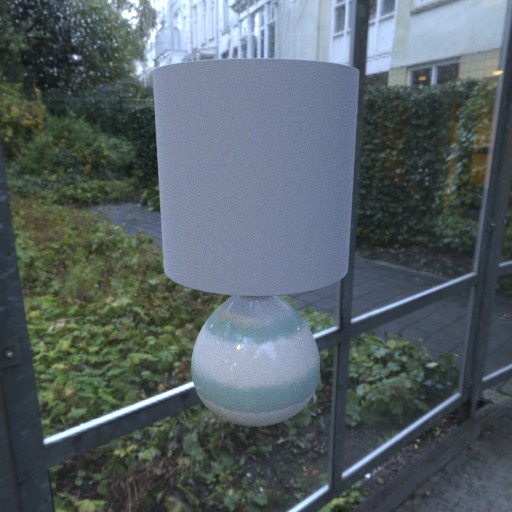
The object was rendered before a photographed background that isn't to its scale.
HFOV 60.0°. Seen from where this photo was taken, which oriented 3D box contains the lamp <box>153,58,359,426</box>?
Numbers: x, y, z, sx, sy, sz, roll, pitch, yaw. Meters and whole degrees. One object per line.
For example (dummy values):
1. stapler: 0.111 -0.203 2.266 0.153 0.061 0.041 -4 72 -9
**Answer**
1. lamp: 0.000 0.000 0.529 0.217 0.404 0.217 -8 17 -26
